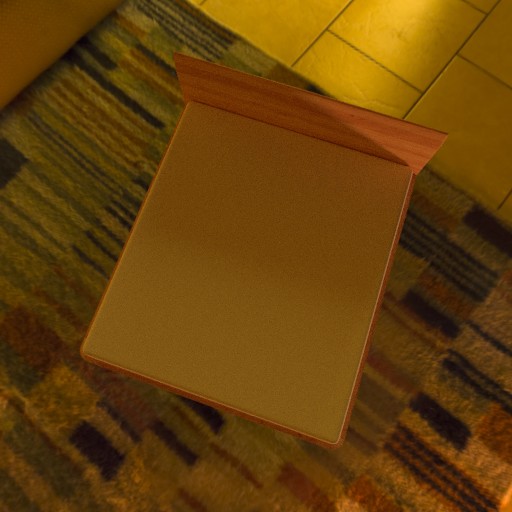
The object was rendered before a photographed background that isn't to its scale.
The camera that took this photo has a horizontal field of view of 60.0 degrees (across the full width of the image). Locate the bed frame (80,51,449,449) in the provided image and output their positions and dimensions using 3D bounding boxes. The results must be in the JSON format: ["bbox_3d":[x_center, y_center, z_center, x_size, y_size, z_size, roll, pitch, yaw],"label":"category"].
[{"bbox_3d":[0.000,0.000,3.093,1.872,0.940,2.092,18,76,5],"label":"bed frame"}]
